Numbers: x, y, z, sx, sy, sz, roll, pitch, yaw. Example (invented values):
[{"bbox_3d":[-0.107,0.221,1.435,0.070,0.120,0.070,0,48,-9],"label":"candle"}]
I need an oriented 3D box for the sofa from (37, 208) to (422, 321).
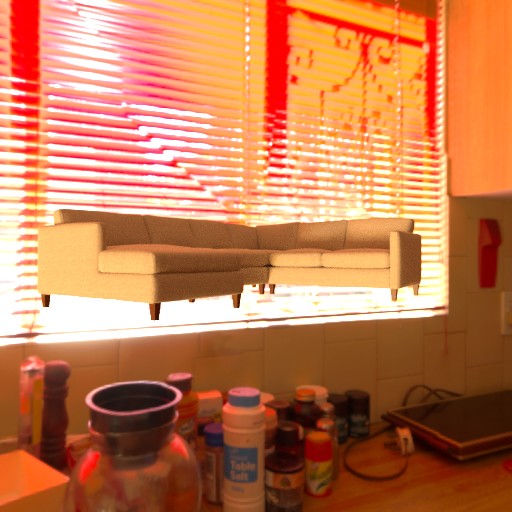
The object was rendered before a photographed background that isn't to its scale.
[{"bbox_3d":[0.000,0.000,4.745,2.594,0.961,3.460,0,0,35],"label":"sofa"}]
